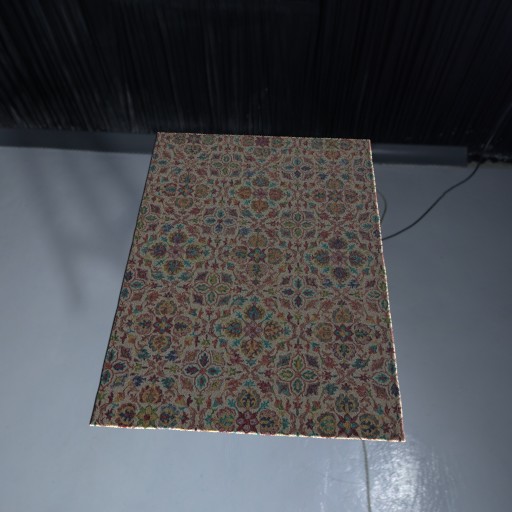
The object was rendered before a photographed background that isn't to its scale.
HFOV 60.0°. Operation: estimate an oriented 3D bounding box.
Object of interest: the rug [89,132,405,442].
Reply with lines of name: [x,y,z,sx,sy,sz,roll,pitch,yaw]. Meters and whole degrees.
rug: [0.000,0.000,4.247,2.446,0.020,3.215,2,59,1]
